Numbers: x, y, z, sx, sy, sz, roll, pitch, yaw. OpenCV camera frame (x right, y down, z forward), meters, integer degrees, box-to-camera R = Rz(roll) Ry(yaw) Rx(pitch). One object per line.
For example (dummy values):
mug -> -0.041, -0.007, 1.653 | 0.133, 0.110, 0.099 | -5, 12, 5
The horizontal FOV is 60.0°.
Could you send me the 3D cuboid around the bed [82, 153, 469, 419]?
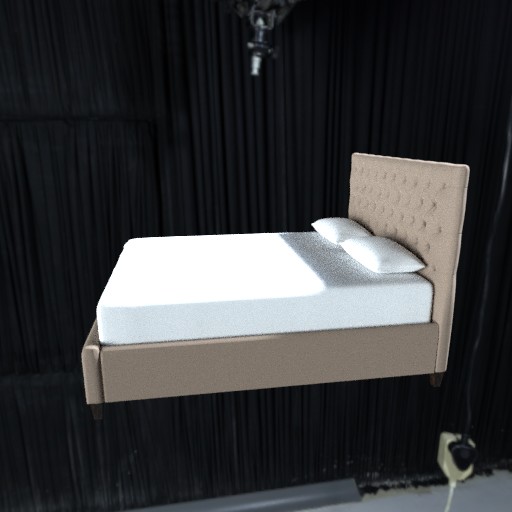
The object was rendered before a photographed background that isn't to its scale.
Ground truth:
bed -> 0.000, 0.000, 3.323 | 2.233, 1.426, 1.696 | -3, 16, -9
